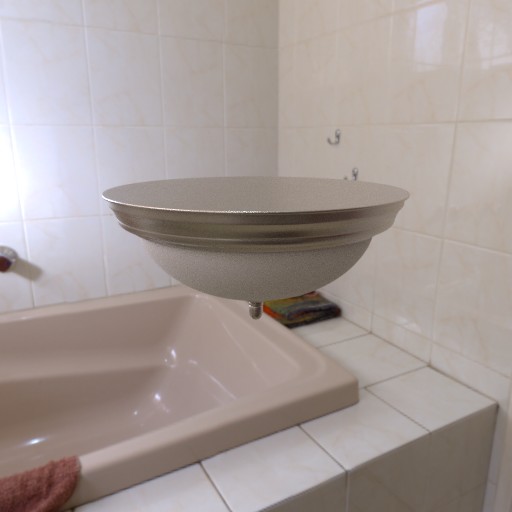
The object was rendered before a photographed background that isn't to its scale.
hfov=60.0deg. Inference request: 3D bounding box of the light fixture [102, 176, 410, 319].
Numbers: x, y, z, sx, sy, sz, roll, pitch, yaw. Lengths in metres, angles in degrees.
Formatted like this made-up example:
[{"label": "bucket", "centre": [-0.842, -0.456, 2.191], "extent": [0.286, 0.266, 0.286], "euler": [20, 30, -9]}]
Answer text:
[{"label": "light fixture", "centre": [0.000, 0.000, 0.442], "extent": [0.280, 0.135, 0.280], "euler": [0, 15, 0]}]
